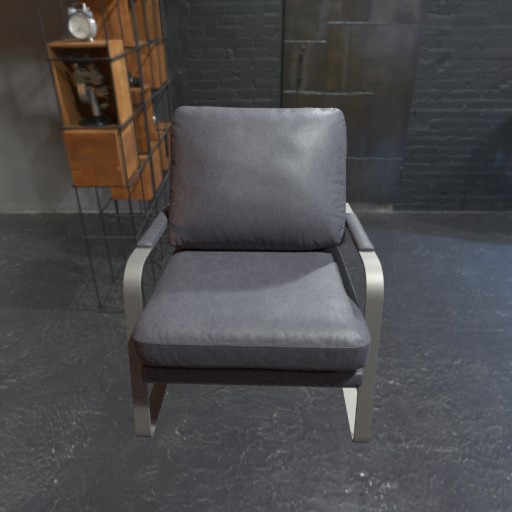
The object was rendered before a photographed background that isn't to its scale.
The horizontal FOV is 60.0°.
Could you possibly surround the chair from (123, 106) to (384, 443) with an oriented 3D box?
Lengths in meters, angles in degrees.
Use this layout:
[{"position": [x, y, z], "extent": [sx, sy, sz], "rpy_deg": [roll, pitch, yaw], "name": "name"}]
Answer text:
[{"position": [0.000, 0.000, 1.460], "extent": [0.692, 0.839, 0.878], "rpy_deg": [1, 29, 2], "name": "chair"}]
